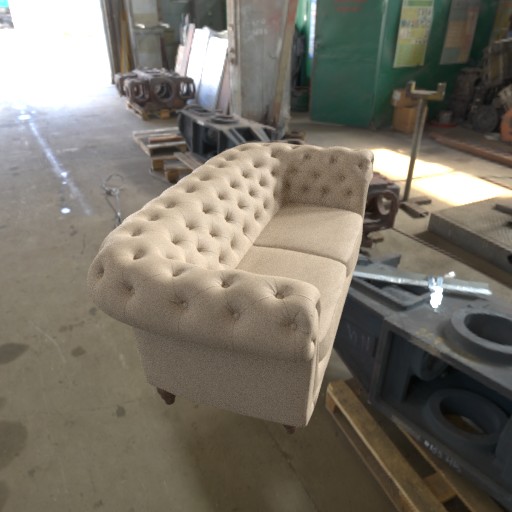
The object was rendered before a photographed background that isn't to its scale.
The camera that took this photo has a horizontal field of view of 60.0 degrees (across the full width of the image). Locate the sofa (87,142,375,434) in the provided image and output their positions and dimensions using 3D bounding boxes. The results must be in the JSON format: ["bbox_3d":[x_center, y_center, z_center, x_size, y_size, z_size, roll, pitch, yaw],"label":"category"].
[{"bbox_3d":[0.000,0.000,2.490,1.069,0.835,1.988,10,31,16],"label":"sofa"}]
